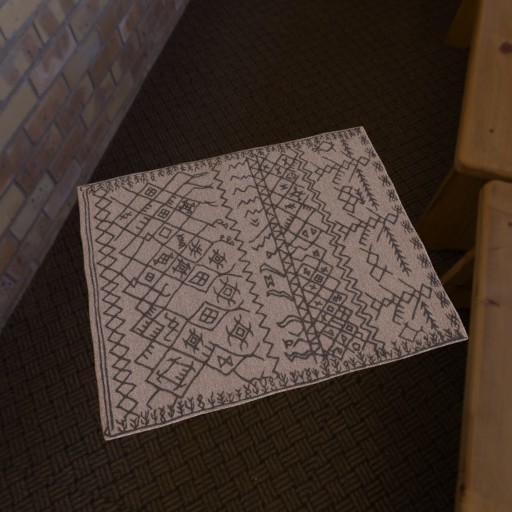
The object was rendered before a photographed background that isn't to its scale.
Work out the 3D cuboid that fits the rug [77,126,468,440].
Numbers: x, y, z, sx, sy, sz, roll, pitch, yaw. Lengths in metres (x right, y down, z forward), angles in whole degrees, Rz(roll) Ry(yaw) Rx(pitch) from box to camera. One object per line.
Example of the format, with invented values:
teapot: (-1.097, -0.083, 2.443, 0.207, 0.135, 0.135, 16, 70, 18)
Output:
rug: (0.000, 0.000, 3.260, 2.455, 0.025, 1.964, -14, 64, -7)
